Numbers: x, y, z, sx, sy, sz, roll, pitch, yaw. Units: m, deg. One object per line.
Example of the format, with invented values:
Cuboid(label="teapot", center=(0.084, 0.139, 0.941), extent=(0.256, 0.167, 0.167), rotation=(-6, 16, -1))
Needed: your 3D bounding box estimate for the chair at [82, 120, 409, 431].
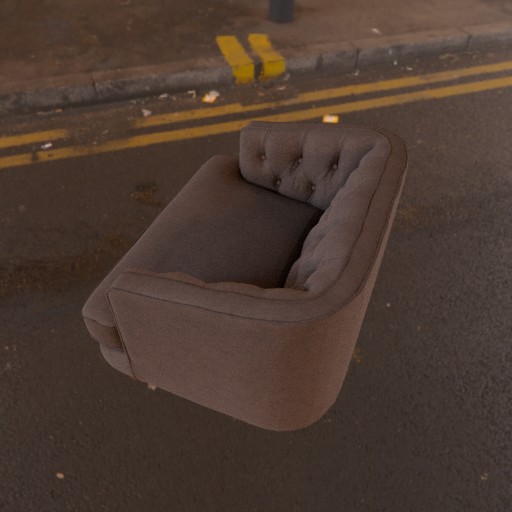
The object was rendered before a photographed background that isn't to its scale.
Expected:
Cuboid(label="chair", center=(0.000, 0.000, 1.786), extent=(0.941, 0.852, 1.104), rotation=(17, 49, 16))
